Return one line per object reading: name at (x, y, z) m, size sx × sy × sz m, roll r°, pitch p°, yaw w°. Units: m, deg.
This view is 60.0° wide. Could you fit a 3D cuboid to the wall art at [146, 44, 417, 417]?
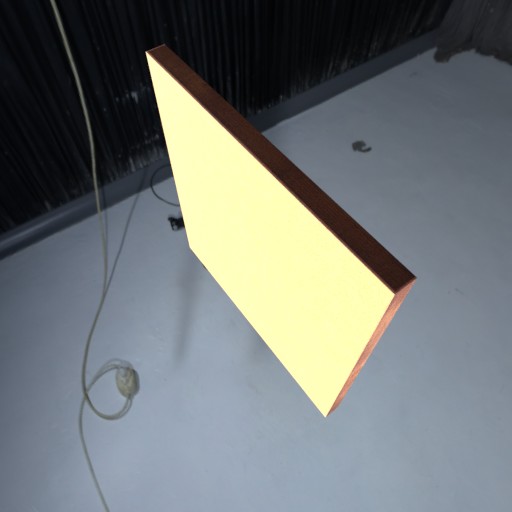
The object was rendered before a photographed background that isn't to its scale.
wall art at (0.000, 0.000, 0.848) m, size 0.037 × 0.572 × 0.554 m, roll -32°, pitch 63°, yaw -19°
